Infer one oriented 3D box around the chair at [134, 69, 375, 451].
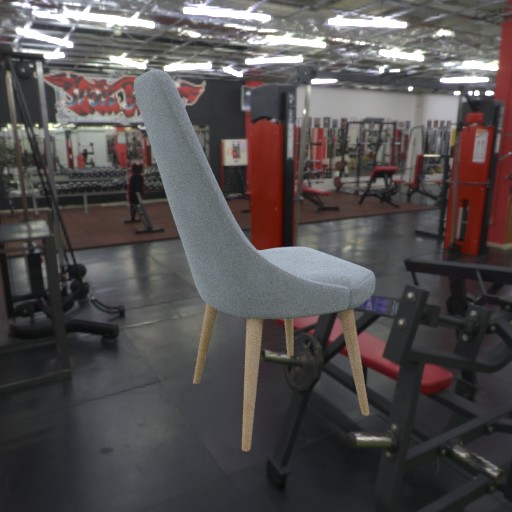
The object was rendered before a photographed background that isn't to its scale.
[{"bbox_3d":[0.000,0.000,1.402,0.660,1.040,0.510,-7,16,-27],"label":"chair"}]
